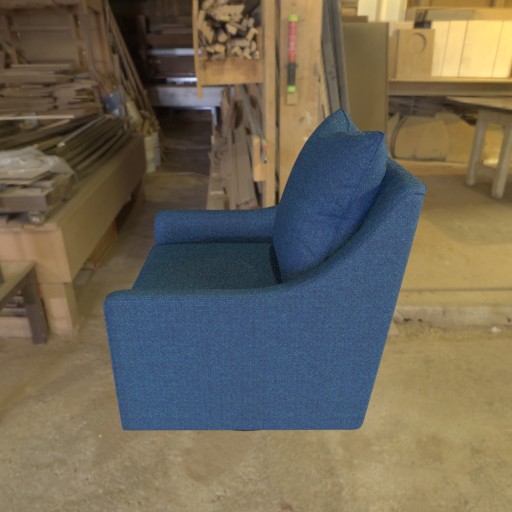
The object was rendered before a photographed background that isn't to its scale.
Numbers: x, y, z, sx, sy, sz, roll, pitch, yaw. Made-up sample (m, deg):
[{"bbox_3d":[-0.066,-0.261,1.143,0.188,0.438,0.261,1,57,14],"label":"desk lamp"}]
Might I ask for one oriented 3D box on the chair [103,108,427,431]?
[{"bbox_3d":[0.000,0.000,1.572,0.870,0.939,0.750,0,25,0],"label":"chair"}]
